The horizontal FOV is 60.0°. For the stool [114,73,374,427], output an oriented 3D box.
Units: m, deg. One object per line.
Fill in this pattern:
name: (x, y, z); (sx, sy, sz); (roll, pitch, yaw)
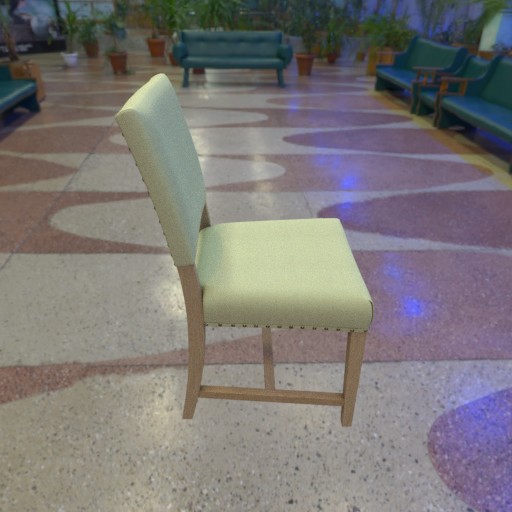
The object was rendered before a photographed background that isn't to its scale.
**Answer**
stool: (0.000, 0.000, 1.365); (0.623, 0.986, 0.508); (-1, 32, -1)
